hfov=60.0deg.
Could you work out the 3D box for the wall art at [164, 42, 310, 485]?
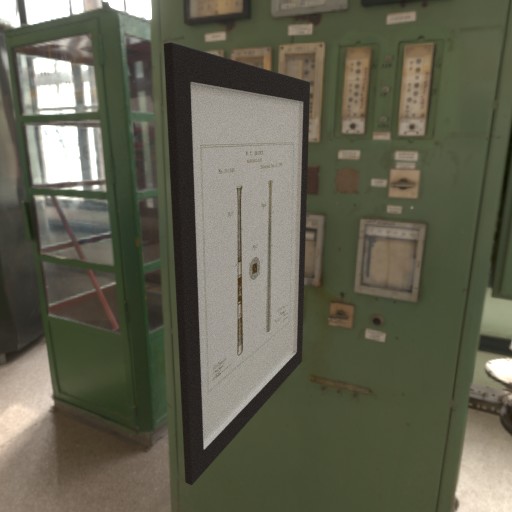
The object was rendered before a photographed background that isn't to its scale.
[{"bbox_3d":[0.000,0.000,0.670,0.012,0.529,0.374,8,17,27],"label":"wall art"}]
